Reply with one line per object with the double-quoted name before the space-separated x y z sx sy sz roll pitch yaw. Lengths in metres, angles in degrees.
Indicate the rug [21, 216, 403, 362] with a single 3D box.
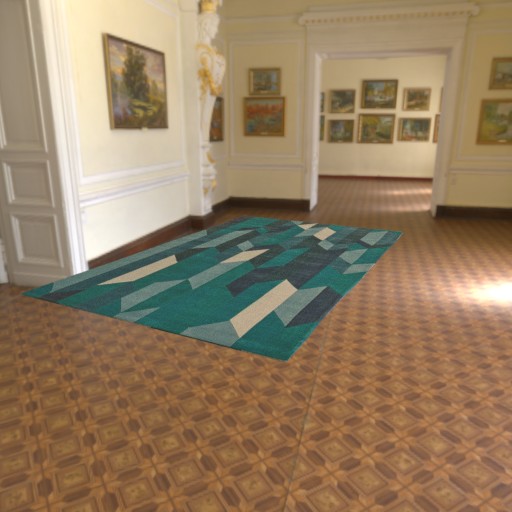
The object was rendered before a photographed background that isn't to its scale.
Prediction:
"rug" 0.000 0.000 3.014 1.528 0.005 2.420 8 18 26
